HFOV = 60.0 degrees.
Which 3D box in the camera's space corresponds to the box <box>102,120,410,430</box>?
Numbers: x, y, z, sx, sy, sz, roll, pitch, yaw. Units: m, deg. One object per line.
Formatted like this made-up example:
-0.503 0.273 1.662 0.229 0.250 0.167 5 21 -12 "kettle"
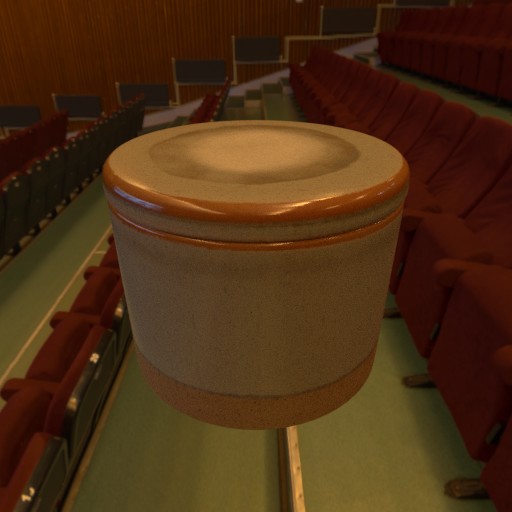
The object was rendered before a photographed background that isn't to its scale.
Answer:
0.000 0.000 0.206 0.123 0.100 0.123 0 29 0 "box"
